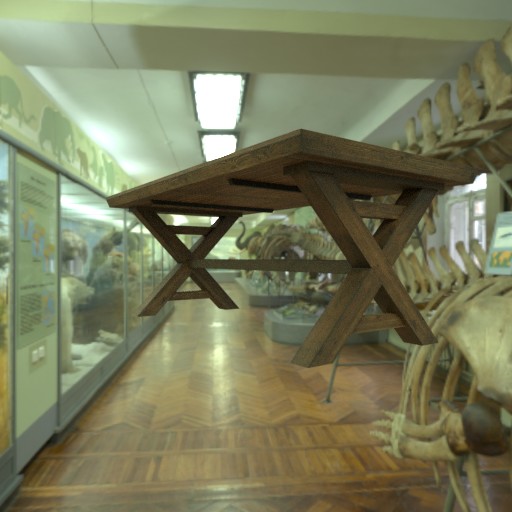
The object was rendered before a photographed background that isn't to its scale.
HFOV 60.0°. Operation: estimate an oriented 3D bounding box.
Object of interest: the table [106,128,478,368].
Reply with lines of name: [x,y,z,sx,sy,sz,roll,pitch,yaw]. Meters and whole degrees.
table: [0.000,0.000,2.497,1.071,0.793,1.966,0,0,-36]
